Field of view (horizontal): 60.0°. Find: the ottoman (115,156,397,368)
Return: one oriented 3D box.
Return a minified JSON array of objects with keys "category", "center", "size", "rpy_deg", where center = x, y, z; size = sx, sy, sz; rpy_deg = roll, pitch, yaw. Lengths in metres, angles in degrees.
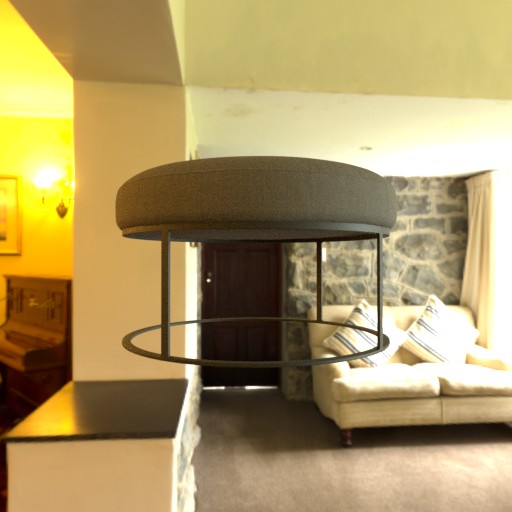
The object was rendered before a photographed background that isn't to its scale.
[{"category":"ottoman","center":[0.000,0.000,1.264],"size":[0.772,0.460,0.772],"rpy_deg":[0,-1,0]}]
